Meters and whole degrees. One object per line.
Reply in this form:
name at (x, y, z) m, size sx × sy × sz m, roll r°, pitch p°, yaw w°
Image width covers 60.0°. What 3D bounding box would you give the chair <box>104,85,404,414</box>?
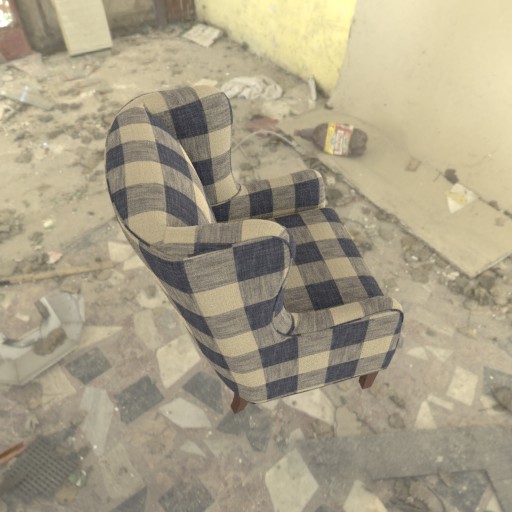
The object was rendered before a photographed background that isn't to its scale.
chair at (0.000, 0.000, 1.691) m, size 0.889 × 1.041 × 0.830 m, roll -11°, pitch 47°, yaw -10°
